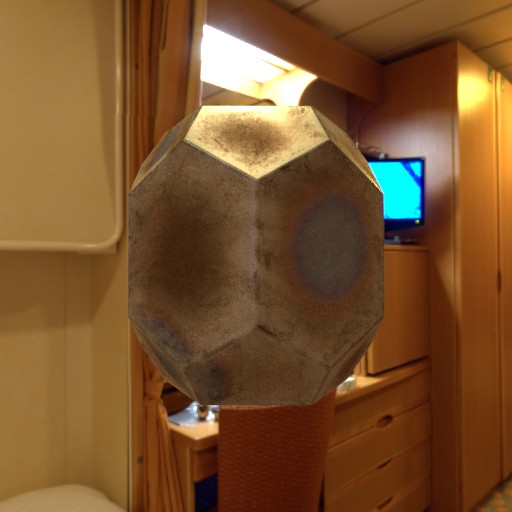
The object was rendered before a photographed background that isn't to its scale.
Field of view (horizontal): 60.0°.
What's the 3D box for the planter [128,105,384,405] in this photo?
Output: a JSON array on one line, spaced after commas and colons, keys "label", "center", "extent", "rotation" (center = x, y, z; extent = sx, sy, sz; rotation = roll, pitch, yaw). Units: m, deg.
[{"label": "planter", "center": [0.000, 0.000, 0.426], "extent": [0.221, 0.238, 0.243], "rotation": [0, -1, 0]}]
